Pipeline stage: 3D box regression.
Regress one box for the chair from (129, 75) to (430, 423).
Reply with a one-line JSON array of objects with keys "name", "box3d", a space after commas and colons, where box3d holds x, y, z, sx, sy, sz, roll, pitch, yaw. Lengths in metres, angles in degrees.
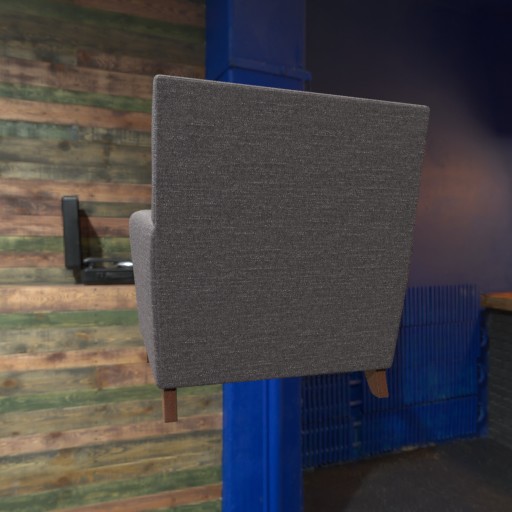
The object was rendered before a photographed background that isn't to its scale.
[{"name": "chair", "box3d": [0.000, 0.000, 1.560, 0.838, 0.885, 0.875, 0, 1, -18]}]
